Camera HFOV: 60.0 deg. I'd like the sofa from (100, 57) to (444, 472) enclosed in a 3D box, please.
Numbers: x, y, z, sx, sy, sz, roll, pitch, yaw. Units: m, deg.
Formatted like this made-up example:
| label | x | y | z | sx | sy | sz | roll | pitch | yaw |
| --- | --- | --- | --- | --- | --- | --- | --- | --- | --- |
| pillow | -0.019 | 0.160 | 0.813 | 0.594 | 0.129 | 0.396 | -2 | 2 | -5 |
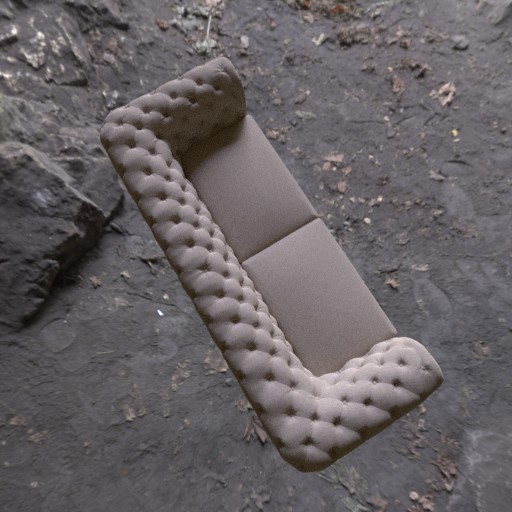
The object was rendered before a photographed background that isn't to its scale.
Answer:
| label | x | y | z | sx | sy | sz | roll | pitch | yaw |
| --- | --- | --- | --- | --- | --- | --- | --- | --- | --- |
| sofa | 0.000 | 0.000 | 3.134 | 1.076 | 0.847 | 2.694 | -30 | 78 | -7 |
